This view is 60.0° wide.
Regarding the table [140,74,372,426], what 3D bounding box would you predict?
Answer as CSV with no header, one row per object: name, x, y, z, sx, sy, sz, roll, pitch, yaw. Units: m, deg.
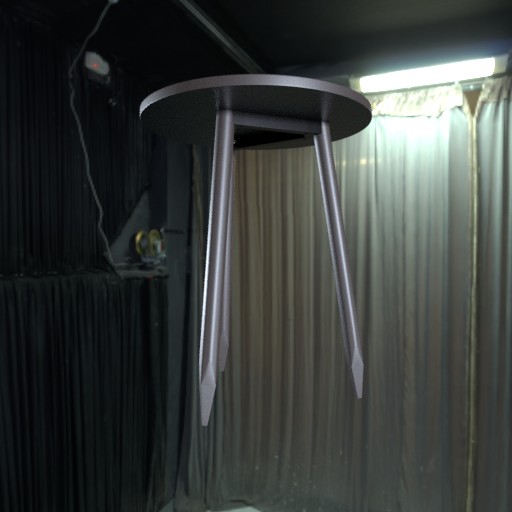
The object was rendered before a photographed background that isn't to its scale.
table,0.000,0.000,0.909,0.457,0.585,0.457,0,1,0
